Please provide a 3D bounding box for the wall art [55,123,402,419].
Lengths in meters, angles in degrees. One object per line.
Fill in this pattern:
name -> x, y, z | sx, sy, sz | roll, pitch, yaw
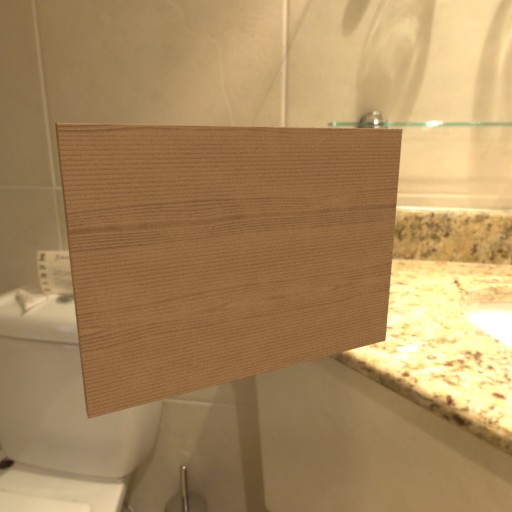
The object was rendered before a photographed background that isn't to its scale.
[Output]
wall art -> 0.000, 0.000, 1.088 | 0.841, 0.609, 0.063 | -7, 16, -26
